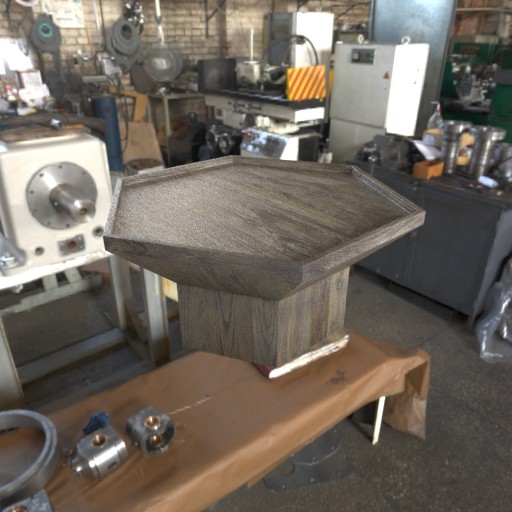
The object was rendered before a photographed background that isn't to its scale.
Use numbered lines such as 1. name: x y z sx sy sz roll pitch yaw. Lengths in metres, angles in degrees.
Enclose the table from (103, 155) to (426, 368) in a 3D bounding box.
1. table: 0.000 0.000 1.645 1.115 0.488 0.966 8 28 16
